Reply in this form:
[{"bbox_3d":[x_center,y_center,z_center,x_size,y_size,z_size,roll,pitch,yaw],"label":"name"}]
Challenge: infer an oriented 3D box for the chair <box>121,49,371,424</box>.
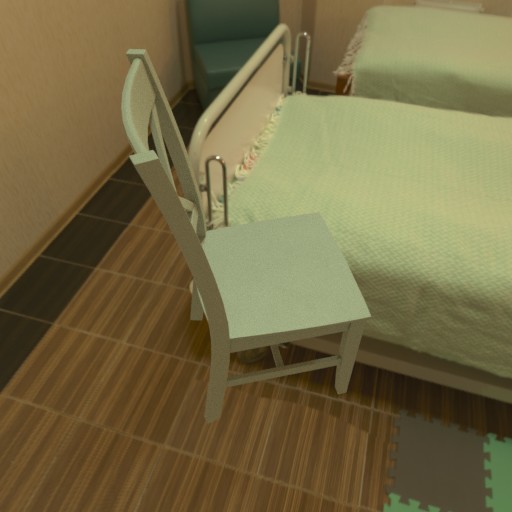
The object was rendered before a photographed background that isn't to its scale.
[{"bbox_3d":[0.000,0.000,1.239,0.542,0.983,0.485,-9,46,-9],"label":"chair"}]
